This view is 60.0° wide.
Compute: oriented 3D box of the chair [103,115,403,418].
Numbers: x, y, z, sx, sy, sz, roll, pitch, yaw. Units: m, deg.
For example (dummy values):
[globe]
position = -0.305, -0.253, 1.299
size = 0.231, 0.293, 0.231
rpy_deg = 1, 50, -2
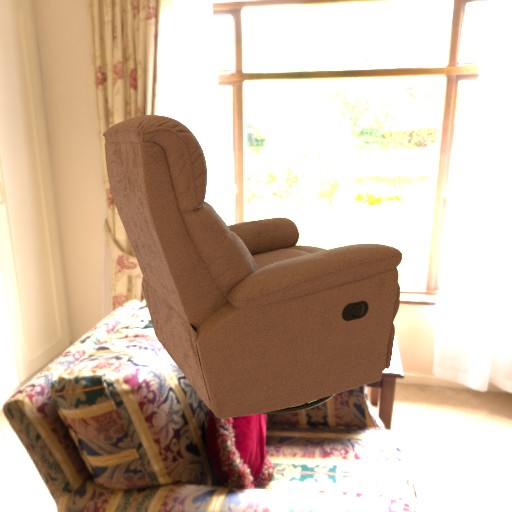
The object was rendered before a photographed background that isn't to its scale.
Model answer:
[chair]
position = 0.000, 0.000, 1.755
size = 1.004, 1.037, 0.820
rpy_deg = -8, 16, -27
